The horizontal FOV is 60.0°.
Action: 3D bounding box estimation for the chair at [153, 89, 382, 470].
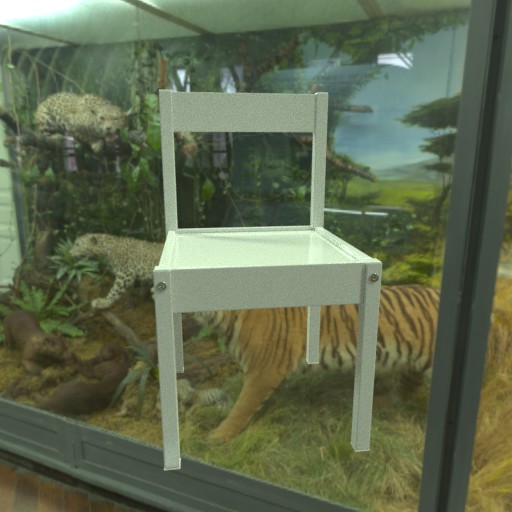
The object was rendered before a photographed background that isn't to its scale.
[{"bbox_3d":[0.000,0.000,0.679,0.285,0.505,0.285,-2,14,-8],"label":"chair"}]
